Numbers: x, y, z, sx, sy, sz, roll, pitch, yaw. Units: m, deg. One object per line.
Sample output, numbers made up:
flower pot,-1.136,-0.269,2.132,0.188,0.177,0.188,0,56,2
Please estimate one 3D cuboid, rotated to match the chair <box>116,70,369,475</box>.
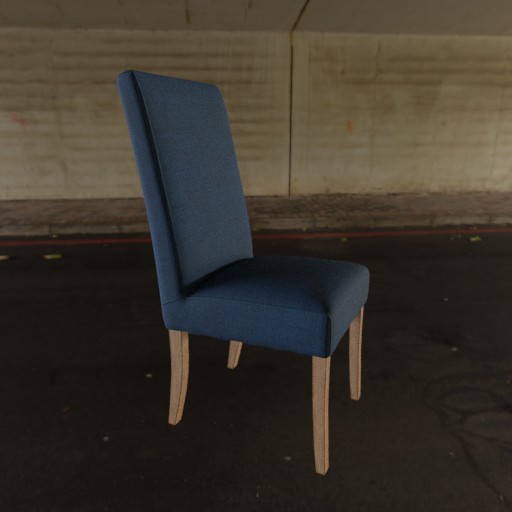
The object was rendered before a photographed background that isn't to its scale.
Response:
chair,0.000,0.000,1.339,0.610,1.029,0.450,7,17,25
